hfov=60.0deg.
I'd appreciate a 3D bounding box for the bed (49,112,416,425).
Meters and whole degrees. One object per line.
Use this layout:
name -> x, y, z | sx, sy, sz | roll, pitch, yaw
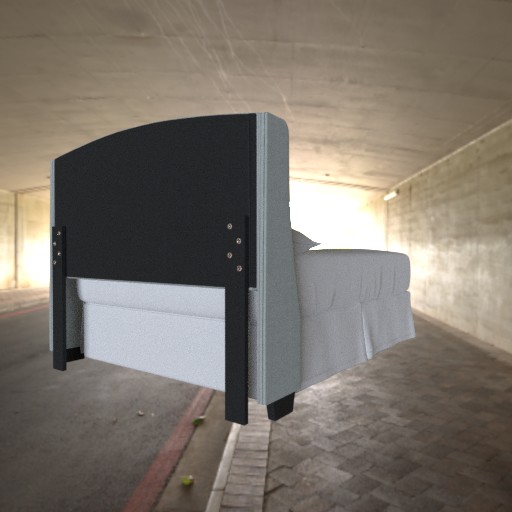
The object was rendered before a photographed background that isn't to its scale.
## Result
bed -> 0.000, 0.000, 3.229 | 1.710, 1.407, 2.237 | 1, 1, 36
